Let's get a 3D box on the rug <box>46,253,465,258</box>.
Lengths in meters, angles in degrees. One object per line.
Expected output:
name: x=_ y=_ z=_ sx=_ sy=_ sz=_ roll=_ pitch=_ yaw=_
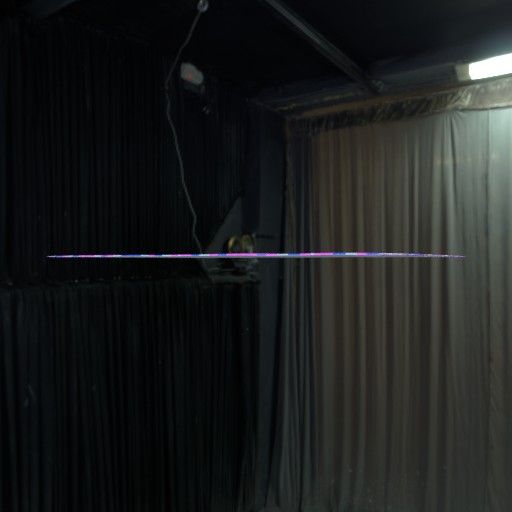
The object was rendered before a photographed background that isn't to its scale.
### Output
rug: x=0.000 y=0.000 z=2.946 sx=2.350 sy=0.013 sz=1.539 roll=0 pitch=-1 yaw=33
